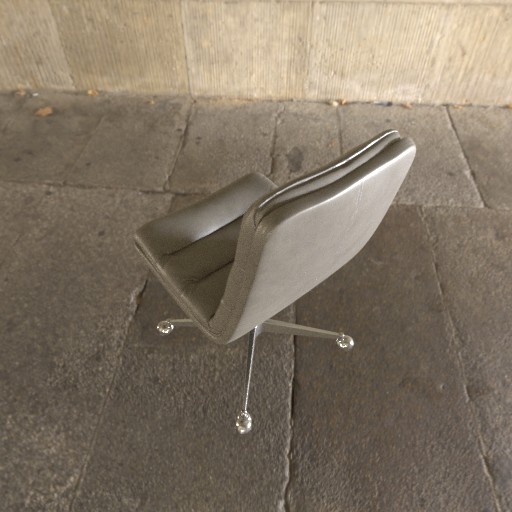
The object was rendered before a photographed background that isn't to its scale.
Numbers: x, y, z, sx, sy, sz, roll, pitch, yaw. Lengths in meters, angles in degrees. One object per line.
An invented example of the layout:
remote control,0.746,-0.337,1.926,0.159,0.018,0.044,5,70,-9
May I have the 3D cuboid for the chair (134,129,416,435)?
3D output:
chair,0.000,0.000,1.035,0.422,0.738,0.485,-32,54,-26
